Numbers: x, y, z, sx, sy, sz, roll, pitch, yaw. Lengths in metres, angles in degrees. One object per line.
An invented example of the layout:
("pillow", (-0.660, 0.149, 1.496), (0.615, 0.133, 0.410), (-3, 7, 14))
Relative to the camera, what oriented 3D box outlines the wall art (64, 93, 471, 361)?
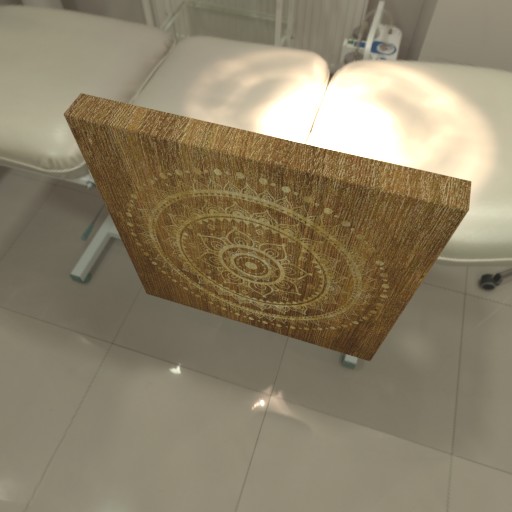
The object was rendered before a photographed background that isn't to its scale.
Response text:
("wall art", (0.000, 0.000, 0.601), (0.406, 0.403, 0.039), (15, 59, 9))
